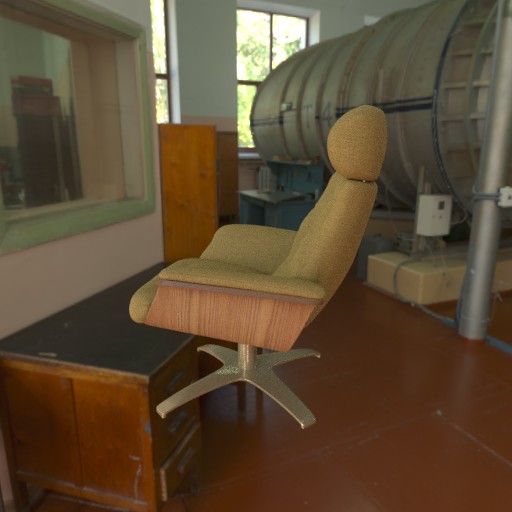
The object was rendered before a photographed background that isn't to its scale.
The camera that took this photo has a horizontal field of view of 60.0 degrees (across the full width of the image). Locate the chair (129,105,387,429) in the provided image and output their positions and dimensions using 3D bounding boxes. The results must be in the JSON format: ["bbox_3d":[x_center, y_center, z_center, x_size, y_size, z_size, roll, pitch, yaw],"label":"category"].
[{"bbox_3d":[0.000,0.000,1.580,0.837,0.995,0.785,2,15,9],"label":"chair"}]
